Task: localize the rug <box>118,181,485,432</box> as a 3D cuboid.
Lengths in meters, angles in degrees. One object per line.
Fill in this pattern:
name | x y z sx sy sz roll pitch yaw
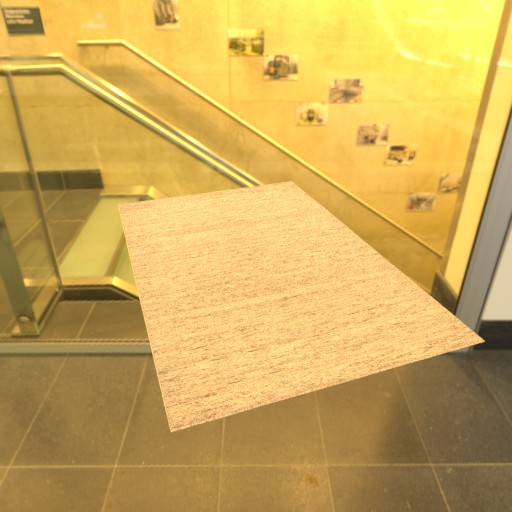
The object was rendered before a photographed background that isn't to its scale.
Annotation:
rug | 0.000 0.000 2.288 1.225 0.013 1.840 -10 32 -17
